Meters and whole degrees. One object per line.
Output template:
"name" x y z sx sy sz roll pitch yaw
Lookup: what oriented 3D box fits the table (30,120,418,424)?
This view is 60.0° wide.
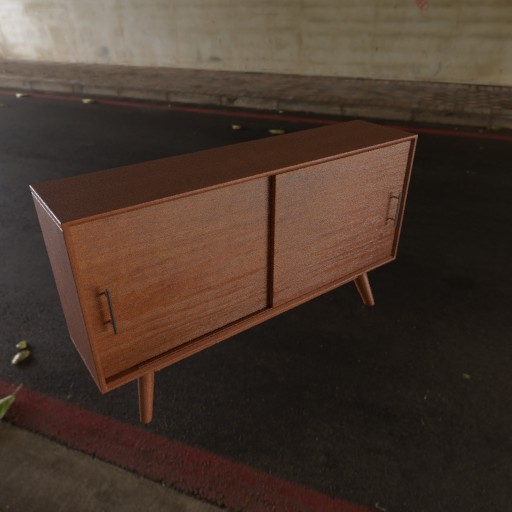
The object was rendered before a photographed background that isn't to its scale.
"table" 0.000 0.000 1.516 1.220 0.698 0.308 -20 36 -31
